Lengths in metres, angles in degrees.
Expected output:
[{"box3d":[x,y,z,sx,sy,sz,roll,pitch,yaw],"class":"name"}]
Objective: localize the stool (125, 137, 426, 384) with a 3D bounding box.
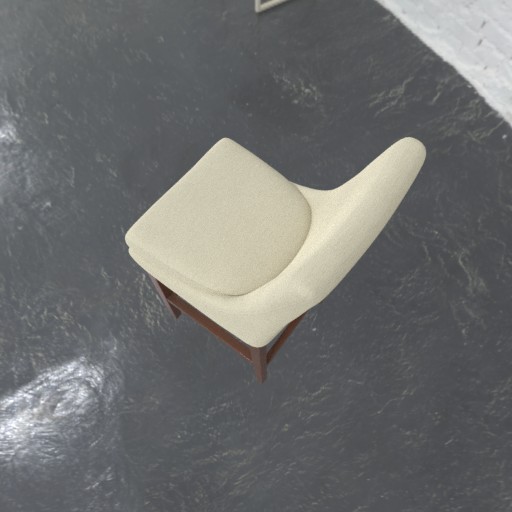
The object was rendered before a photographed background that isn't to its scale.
[{"box3d":[0.000,0.000,1.295,0.577,0.981,0.470,34,68,16],"class":"stool"}]
